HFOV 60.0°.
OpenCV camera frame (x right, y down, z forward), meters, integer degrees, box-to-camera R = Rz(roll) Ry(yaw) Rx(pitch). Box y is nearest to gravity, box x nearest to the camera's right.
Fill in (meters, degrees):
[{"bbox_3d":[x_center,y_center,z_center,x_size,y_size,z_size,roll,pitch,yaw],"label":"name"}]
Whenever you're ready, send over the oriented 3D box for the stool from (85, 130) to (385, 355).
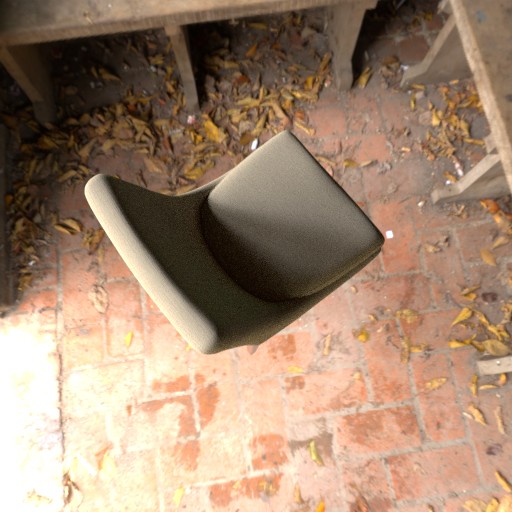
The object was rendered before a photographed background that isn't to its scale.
[{"bbox_3d":[0.000,0.000,1.368,0.577,1.078,0.470,-37,78,-9],"label":"stool"}]
